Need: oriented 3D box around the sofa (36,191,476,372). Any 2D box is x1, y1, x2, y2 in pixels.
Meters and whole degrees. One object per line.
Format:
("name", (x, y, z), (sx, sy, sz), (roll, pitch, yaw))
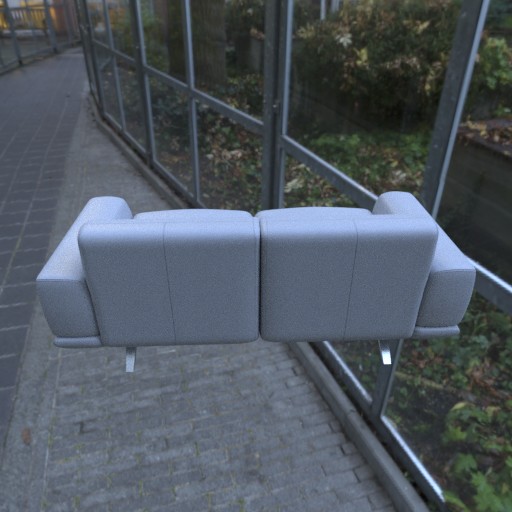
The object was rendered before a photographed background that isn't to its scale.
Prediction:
("sofa", (0.000, 0.000, 2.324), (1.901, 0.772, 0.900), (-1, 31, -2))
